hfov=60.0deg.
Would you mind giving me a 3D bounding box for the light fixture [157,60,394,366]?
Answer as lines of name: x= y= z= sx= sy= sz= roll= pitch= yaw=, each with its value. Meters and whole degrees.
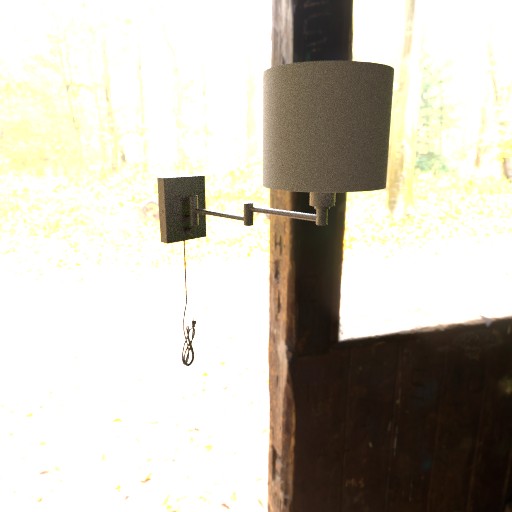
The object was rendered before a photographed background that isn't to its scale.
light fixture: x=0.000 y=0.000 z=0.883 sx=0.516 sy=0.651 sz=0.203 roll=14 pitch=19 yaw=43
